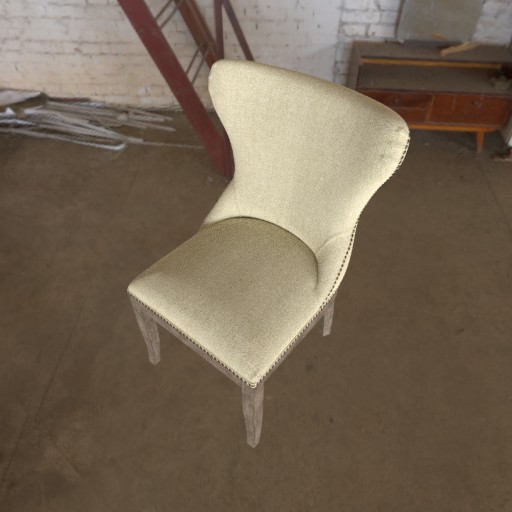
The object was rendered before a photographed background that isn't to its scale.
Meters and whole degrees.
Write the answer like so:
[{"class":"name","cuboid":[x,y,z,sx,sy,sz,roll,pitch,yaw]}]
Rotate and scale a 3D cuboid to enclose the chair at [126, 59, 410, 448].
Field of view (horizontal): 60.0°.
[{"class":"chair","cuboid":[0.000,0.000,1.450,0.654,1.002,0.681,31,53,26]}]
